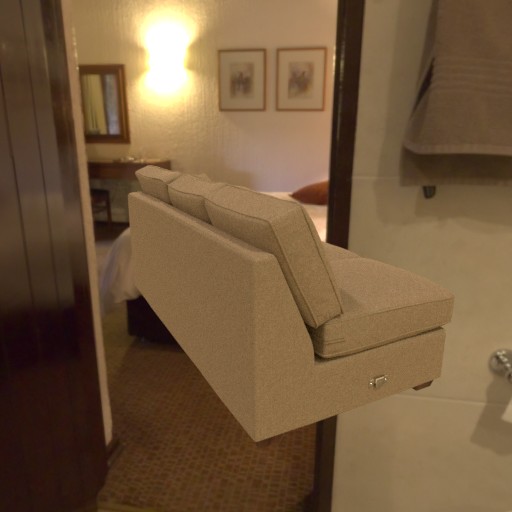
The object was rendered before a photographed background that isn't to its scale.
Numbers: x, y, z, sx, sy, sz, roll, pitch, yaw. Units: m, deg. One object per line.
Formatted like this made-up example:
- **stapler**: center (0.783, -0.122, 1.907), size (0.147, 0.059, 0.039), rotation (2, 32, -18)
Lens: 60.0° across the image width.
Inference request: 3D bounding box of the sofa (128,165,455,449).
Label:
- **sofa**: center (0.000, 0.000, 2.561), size (1.034, 0.946, 1.963), rotation (-8, 18, -26)
